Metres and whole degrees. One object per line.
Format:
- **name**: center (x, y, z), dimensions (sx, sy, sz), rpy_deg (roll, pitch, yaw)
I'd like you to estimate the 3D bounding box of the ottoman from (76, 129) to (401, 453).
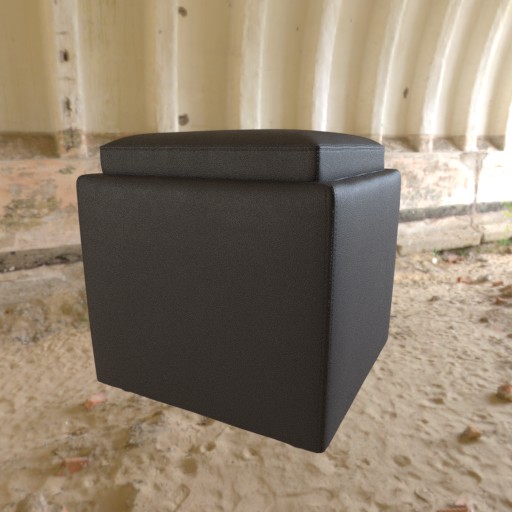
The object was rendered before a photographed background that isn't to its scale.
- **ottoman**: center (0.000, 0.000, 0.843), dimensions (0.450, 0.460, 0.451), rpy_deg (7, 16, 27)
